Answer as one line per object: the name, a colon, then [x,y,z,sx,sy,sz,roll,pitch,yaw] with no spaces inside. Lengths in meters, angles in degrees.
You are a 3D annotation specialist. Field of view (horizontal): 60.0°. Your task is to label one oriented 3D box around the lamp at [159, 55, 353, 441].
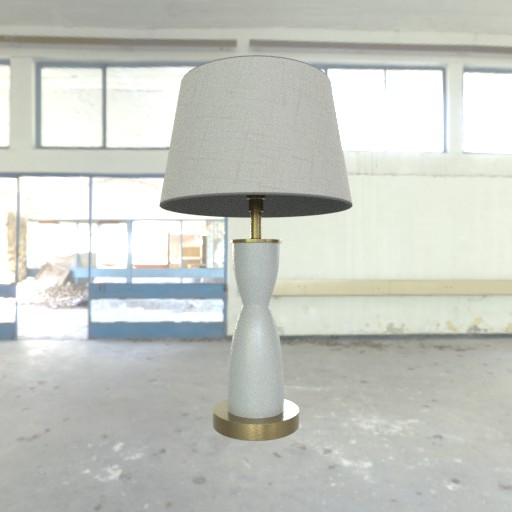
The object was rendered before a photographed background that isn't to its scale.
lamp: [0.000,0.000,0.723,0.309,0.545,0.309,0,-1,0]
